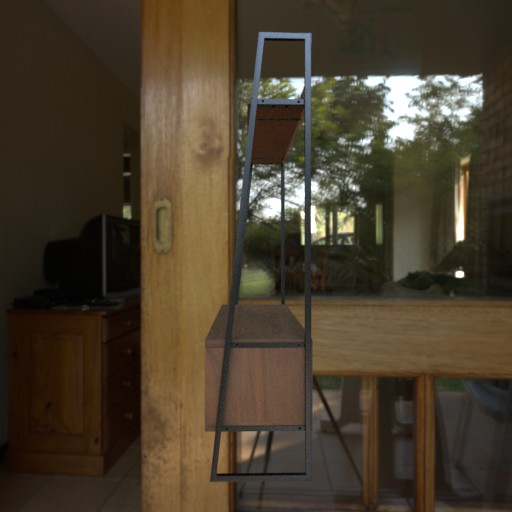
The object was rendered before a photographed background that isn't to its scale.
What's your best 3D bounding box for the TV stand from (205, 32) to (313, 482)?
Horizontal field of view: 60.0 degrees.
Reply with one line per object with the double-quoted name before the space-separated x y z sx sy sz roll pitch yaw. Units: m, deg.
"TV stand" 0.000 0.000 2.369 0.432 1.772 1.250 0 0 -1
